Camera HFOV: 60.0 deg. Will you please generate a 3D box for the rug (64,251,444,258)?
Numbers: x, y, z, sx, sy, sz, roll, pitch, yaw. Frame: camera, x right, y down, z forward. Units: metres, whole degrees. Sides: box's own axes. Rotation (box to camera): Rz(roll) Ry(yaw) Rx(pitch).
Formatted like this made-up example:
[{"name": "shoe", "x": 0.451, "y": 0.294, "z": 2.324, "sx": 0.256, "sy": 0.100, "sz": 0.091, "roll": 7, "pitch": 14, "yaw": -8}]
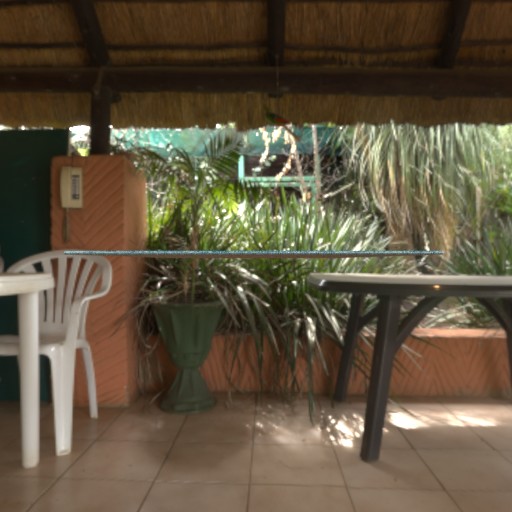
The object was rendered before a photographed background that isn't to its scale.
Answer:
[{"name": "rug", "x": 0.000, "y": 0.000, "z": 2.989, "sx": 1.524, "sy": 0.015, "sz": 2.438, "roll": 0, "pitch": -1, "yaw": 1}]
